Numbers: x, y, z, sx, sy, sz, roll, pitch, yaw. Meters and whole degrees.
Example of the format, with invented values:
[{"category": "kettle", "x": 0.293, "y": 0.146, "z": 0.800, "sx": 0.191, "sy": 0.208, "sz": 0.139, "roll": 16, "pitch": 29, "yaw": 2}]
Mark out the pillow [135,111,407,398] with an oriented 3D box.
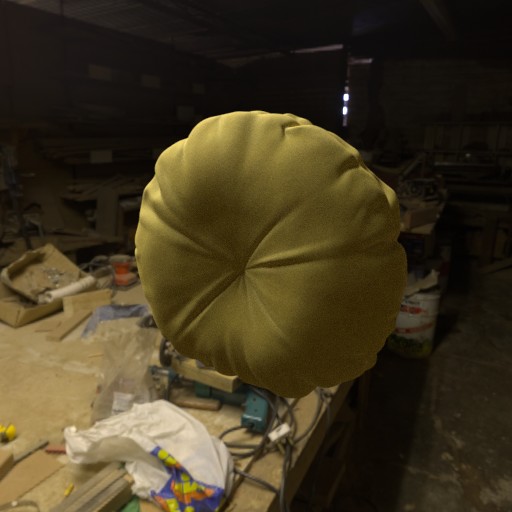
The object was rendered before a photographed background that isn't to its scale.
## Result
[{"category": "pillow", "x": 0.000, "y": 0.000, "z": 0.654, "sx": 0.428, "sy": 0.407, "sz": 0.148, "roll": 8, "pitch": 18, "yaw": 26}]
